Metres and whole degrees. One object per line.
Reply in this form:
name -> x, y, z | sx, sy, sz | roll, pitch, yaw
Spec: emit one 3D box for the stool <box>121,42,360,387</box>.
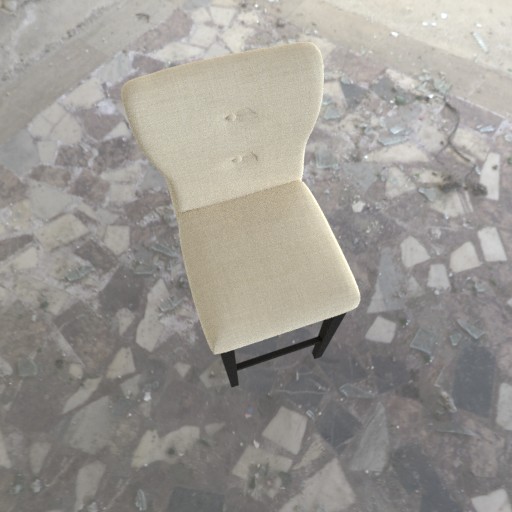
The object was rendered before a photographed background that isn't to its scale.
stool -> 0.000, 0.000, 1.479 | 0.516, 1.124, 0.603 | -17, 65, -8
